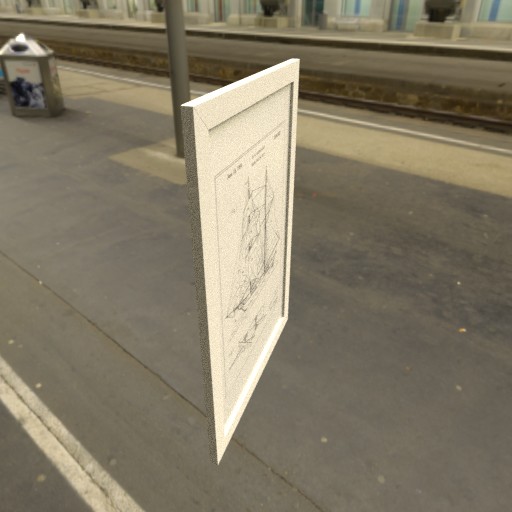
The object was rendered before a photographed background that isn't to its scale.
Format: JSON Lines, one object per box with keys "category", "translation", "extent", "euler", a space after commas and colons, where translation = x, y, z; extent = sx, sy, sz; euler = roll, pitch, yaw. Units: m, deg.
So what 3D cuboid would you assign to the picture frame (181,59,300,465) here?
{"category": "picture frame", "translation": [0.000, 0.000, 0.603], "extent": [0.011, 0.459, 0.326], "euler": [10, 32, 17]}
